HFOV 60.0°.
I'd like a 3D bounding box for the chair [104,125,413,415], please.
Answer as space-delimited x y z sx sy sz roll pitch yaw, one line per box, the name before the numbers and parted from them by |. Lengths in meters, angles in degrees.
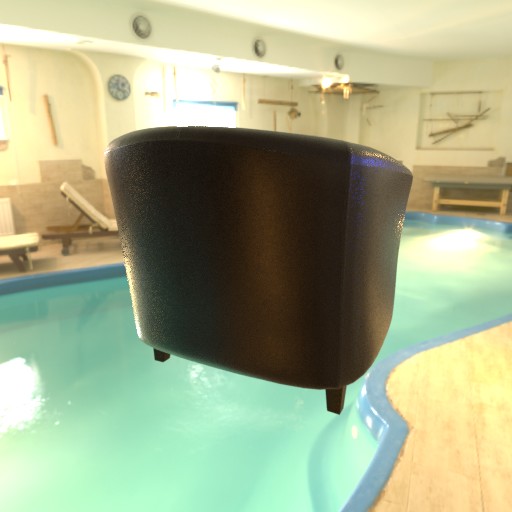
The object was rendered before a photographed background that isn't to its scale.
chair | 0.000 0.000 1.361 0.793 0.756 0.727 8 17 27
